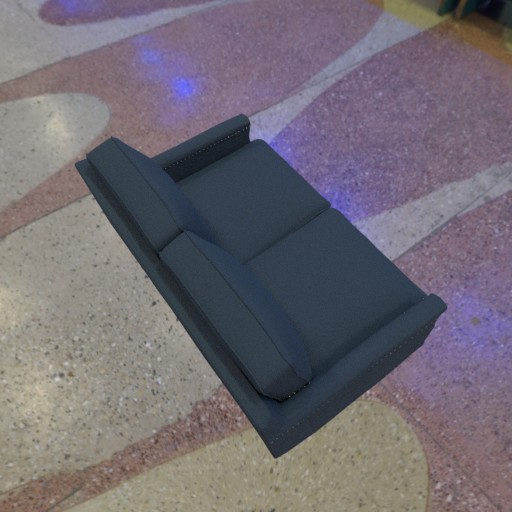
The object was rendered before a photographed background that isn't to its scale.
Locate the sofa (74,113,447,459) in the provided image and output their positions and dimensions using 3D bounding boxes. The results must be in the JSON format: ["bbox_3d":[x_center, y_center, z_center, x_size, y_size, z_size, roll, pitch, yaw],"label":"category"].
[{"bbox_3d":[0.000,0.000,2.241,1.084,1.003,1.597,-31,62,-19],"label":"sofa"}]
